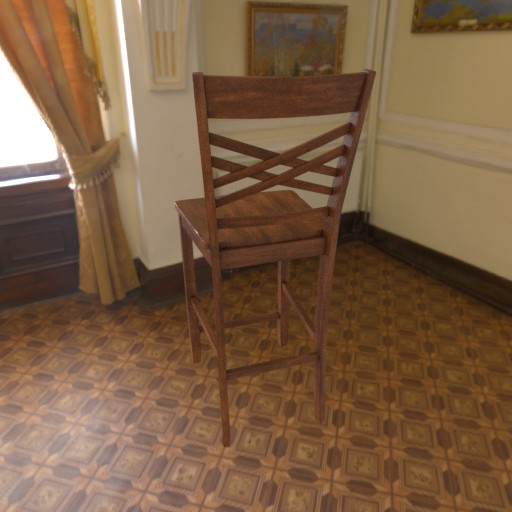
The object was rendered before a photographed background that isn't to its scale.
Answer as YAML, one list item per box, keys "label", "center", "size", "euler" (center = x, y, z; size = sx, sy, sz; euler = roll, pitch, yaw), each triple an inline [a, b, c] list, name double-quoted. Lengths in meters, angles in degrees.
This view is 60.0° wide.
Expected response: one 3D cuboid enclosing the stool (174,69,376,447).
- label: "stool"
  center: [0.000, 0.000, 1.395]
  size: [0.426, 1.098, 0.504]
  euler: [-8, 26, -16]
